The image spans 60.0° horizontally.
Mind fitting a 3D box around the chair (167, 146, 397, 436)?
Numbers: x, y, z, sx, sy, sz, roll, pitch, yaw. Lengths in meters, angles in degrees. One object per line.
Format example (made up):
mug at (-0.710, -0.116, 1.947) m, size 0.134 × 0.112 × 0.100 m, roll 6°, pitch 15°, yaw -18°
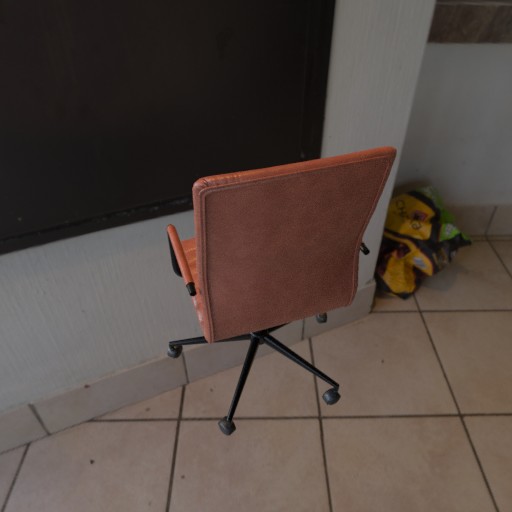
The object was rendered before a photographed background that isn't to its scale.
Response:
chair at (0.000, 0.000, 1.288) m, size 0.600 × 0.878 × 0.578 m, roll -13°, pitch 42°, yaw -15°
